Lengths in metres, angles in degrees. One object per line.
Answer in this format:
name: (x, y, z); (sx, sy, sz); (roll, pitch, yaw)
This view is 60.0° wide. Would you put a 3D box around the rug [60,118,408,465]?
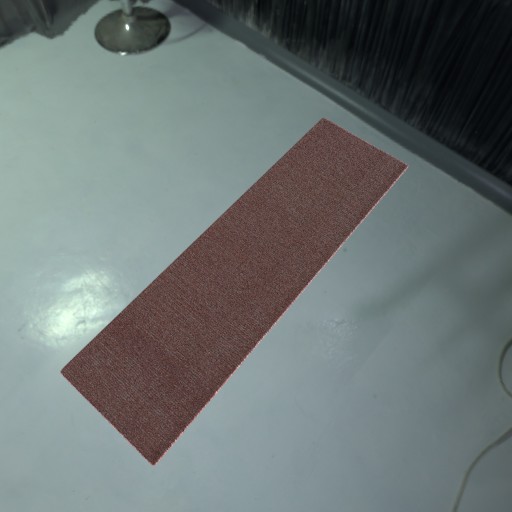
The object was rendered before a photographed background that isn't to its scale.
rug: (0.000, 0.000, 2.570); (0.687, 0.012, 2.307); (36, 67, 18)
